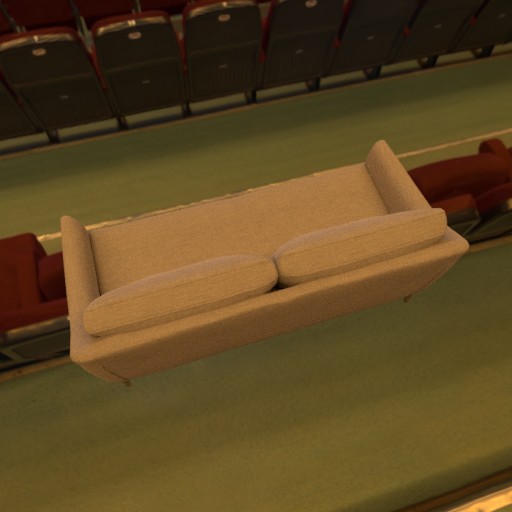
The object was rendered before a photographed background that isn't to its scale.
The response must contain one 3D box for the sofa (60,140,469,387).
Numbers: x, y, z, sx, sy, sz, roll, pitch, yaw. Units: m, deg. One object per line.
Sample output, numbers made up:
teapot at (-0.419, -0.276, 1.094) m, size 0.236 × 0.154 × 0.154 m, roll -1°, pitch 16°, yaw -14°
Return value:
sofa at (0.000, 0.000, 2.546) m, size 2.036 × 0.913 × 0.980 m, roll -15°, pitch 60°, yaw -9°
